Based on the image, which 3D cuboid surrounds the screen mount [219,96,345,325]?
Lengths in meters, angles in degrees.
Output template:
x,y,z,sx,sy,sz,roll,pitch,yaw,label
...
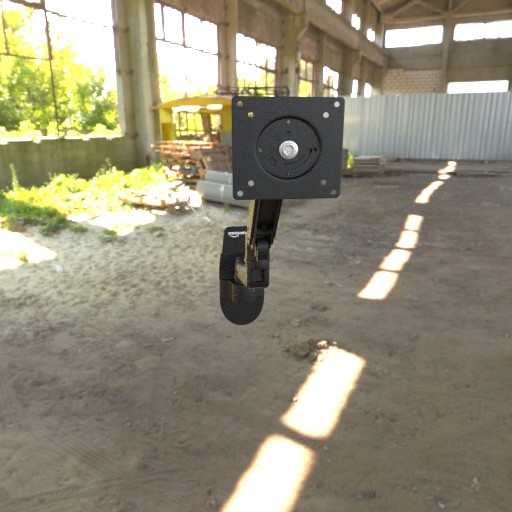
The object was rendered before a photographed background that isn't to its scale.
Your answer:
x,y,z,sx,sy,sz,roll,pitch,yaw,label
0.000,0.000,0.738,0.115,0.466,0.495,-2,16,-7,screen mount
